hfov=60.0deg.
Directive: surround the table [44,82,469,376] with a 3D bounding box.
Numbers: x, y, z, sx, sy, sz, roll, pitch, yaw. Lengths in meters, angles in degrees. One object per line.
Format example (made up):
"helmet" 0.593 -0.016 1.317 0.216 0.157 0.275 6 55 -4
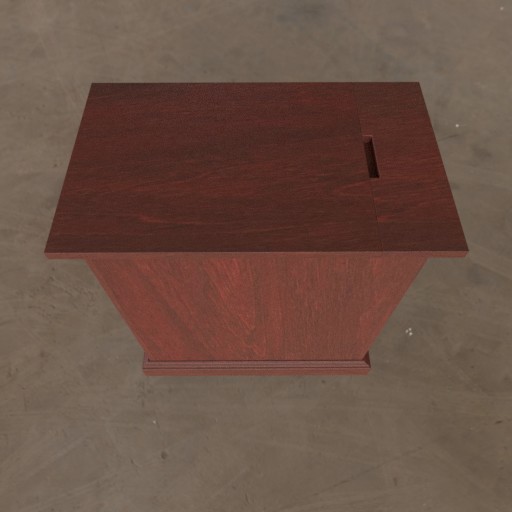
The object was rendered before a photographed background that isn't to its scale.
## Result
"table" 0.000 0.000 0.961 0.584 0.612 0.356 0 59 0
